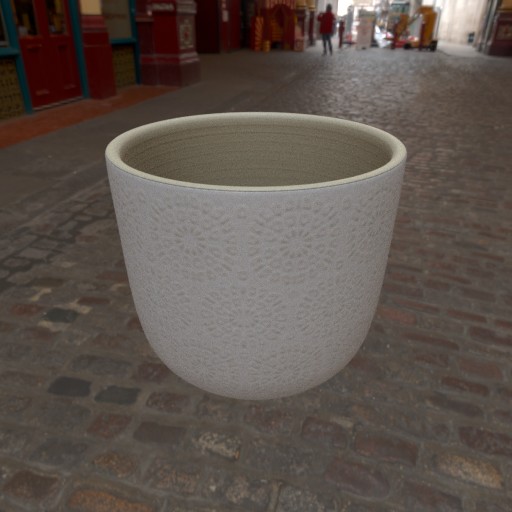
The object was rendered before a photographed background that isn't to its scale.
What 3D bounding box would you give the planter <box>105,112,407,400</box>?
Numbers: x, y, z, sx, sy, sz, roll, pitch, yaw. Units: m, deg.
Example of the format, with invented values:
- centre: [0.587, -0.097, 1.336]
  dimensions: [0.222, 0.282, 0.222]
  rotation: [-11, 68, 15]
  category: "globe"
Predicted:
- centre: [0.000, 0.000, 0.363]
  dimensions: [0.208, 0.190, 0.208]
  rotation: [0, 29, 0]
  category: "planter"
